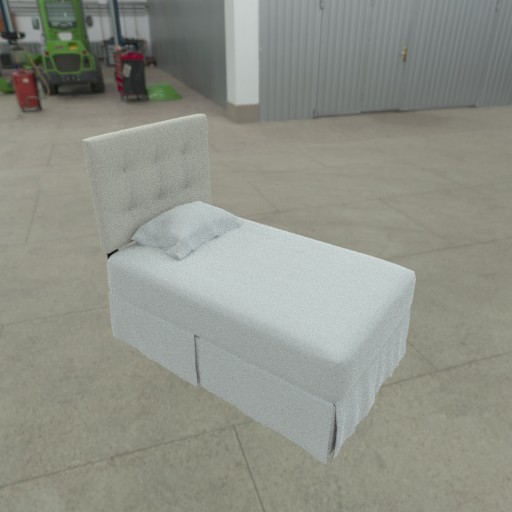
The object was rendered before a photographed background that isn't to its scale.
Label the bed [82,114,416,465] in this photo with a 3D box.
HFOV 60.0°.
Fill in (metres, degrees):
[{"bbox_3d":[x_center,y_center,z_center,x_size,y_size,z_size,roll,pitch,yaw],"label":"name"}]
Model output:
[{"bbox_3d":[0.000,0.000,3.100,1.997,1.571,1.261,19,33,31],"label":"bed"}]
